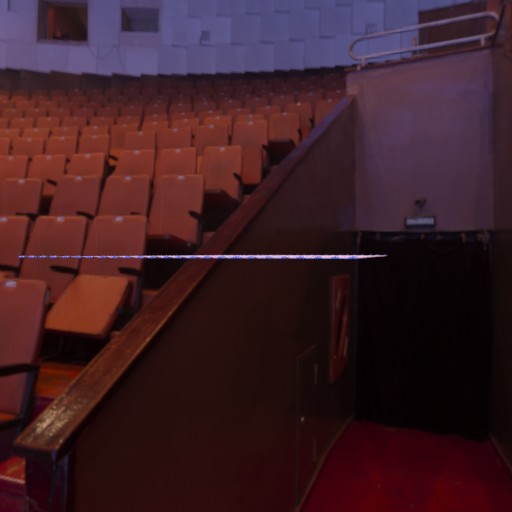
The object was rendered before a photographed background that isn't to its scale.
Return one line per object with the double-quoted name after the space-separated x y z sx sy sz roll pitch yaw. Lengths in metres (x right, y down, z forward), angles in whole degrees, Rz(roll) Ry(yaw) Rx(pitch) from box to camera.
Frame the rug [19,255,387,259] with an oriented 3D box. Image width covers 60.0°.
0.000 0.000 2.887 1.544 0.010 2.315 0 0 19 "rug"
